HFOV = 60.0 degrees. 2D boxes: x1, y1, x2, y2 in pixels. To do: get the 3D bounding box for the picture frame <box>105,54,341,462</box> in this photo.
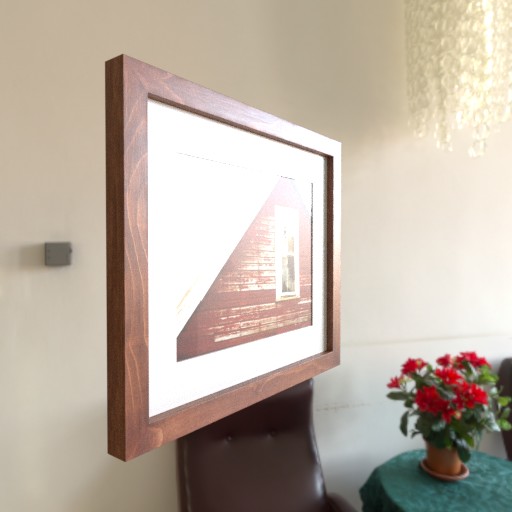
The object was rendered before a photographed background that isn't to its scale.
[{"bbox_3d":[0.000,0.000,0.516,0.025,0.330,0.381,1,1,38],"label":"picture frame"}]
